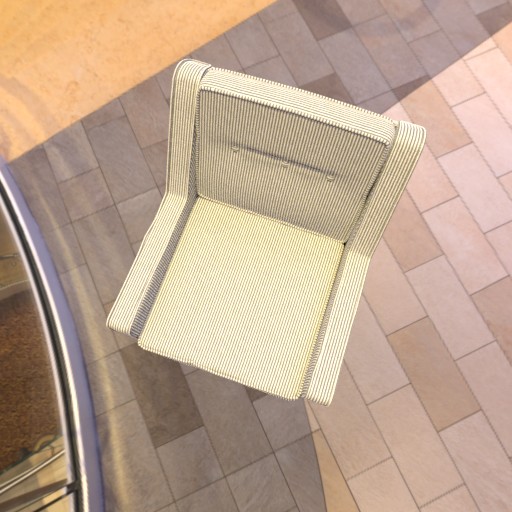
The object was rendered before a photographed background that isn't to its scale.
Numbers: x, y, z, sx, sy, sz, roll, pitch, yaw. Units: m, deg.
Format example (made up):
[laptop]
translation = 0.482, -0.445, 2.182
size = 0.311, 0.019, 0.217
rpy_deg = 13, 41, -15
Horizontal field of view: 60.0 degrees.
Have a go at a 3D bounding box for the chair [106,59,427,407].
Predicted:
[chair]
translation = 0.000, 0.000, 1.357
size = 0.663, 0.792, 0.743
rpy_deg = 18, 75, 5
